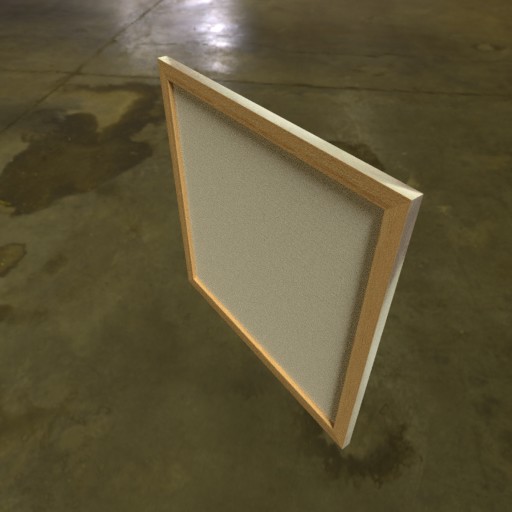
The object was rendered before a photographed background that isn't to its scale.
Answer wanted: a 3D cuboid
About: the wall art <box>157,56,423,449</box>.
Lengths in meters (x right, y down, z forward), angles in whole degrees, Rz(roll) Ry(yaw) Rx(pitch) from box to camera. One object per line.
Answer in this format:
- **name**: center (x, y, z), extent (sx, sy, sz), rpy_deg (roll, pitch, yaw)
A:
- **wall art**: center (0.000, 0.000, 1.108), extent (0.027, 0.762, 0.762), rpy_deg (-27, 48, -27)
